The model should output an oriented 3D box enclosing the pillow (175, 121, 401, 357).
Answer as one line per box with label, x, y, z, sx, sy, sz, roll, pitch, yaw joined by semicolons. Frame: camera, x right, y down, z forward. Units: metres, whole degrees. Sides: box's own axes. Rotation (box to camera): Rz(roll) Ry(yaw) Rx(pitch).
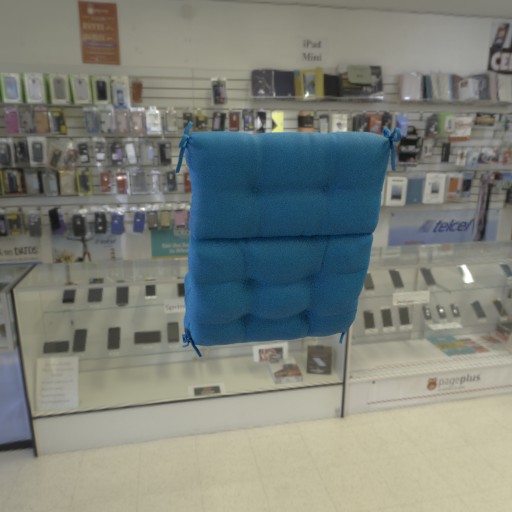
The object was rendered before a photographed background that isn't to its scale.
pillow;0.000;0.000;1.538;0.526;0.863;1.016;-2;15;-9
